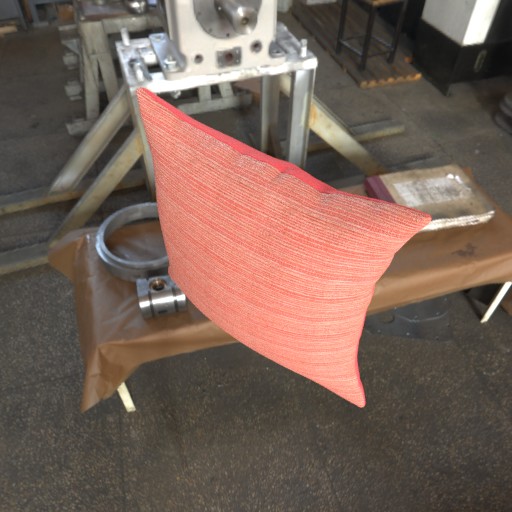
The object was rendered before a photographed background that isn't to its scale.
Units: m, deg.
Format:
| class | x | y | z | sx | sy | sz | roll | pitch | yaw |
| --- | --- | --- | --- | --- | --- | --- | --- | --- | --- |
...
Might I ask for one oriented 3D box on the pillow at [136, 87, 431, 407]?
| class | x | y | z | sx | sy | sz | roll | pitch | yaw |
| --- | --- | --- | --- | --- | --- | --- | --- | --- | --- |
| pillow | 0.000 | 0.000 | 0.821 | 0.559 | 0.501 | 0.229 | 31 | 54 | 26 |
